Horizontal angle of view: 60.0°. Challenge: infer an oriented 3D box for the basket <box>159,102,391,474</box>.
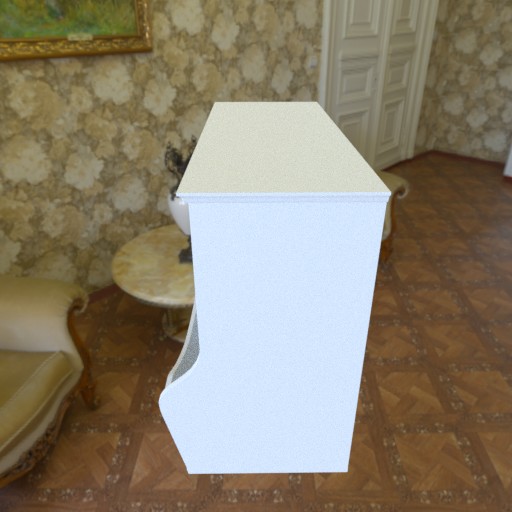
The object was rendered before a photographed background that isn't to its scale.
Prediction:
[{"bbox_3d":[0.000,0.000,1.126,0.376,0.625,0.792,0,28,-1],"label":"basket"}]
